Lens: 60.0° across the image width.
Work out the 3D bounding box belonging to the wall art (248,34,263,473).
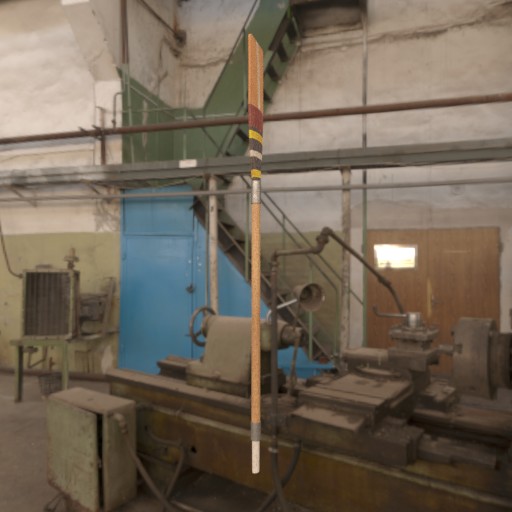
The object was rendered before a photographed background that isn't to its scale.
[{"bbox_3d":[0.000,0.000,1.607,0.038,1.556,0.146,0,-1,18],"label":"wall art"}]
